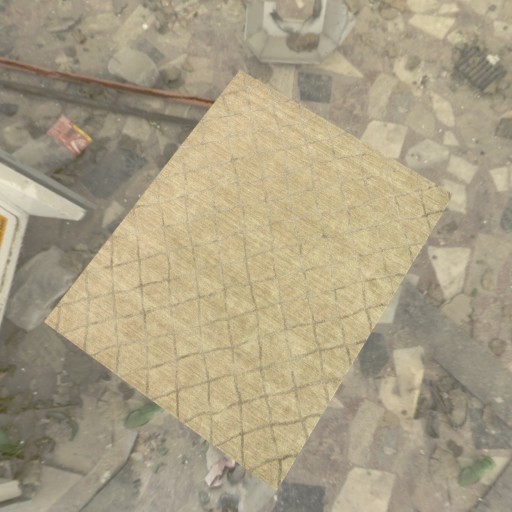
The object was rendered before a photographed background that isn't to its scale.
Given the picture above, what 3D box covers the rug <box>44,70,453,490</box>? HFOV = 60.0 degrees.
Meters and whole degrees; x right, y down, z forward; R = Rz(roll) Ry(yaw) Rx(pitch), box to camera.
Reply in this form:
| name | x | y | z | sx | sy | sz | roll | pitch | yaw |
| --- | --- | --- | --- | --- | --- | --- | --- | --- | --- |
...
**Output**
| name | x | y | z | sx | sy | sz | roll | pitch | yaw |
| --- | --- | --- | --- | --- | --- | --- | --- | --- | --- |
| rug | 0.000 | 0.000 | 4.012 | 2.420 | 0.019 | 3.038 | 33 | 78 | 8 |
